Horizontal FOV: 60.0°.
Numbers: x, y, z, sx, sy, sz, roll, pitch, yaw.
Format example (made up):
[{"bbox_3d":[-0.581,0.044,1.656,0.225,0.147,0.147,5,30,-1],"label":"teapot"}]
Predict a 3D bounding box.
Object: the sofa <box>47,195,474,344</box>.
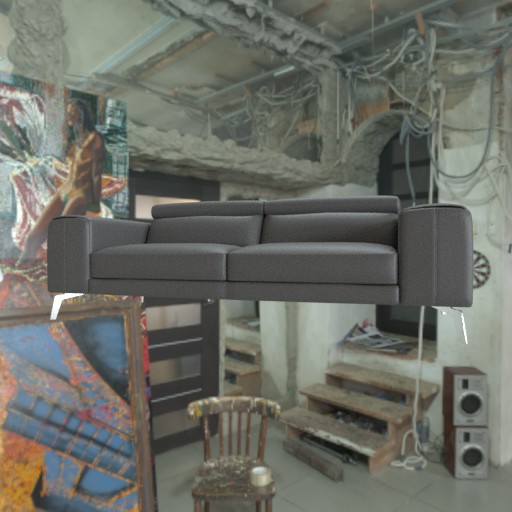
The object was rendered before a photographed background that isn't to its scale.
[{"bbox_3d":[0.000,0.000,2.753,2.321,0.759,1.023,0,1,18],"label":"sofa"}]
